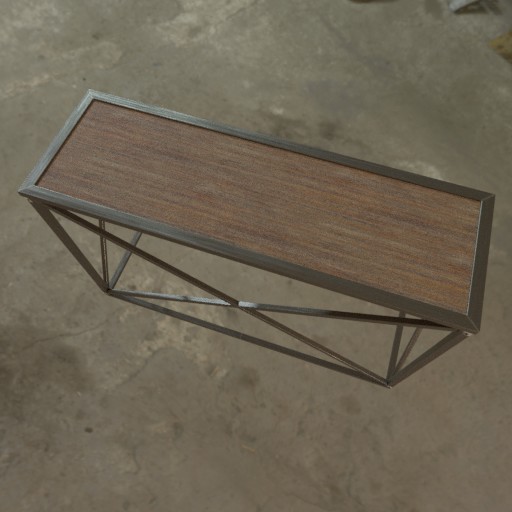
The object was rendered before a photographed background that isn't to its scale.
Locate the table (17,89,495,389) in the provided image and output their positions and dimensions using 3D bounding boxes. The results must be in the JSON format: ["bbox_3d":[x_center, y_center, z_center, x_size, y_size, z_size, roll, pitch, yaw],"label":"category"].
[{"bbox_3d":[0.000,0.000,1.521,1.216,0.753,0.402,17,65,8],"label":"table"}]
